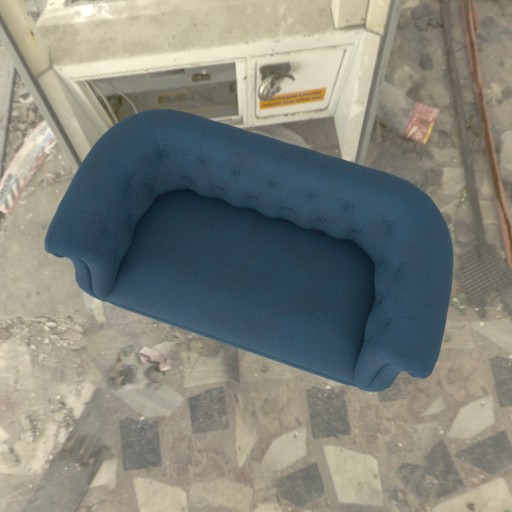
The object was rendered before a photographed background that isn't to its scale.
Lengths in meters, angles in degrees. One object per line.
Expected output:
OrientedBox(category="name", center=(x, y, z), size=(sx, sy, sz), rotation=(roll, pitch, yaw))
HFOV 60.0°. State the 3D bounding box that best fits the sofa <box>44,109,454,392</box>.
OrientedBox(category="sofa", center=(0.000, 0.000, 2.050), size=(1.558, 0.827, 0.835), rotation=(18, 77, 4))
